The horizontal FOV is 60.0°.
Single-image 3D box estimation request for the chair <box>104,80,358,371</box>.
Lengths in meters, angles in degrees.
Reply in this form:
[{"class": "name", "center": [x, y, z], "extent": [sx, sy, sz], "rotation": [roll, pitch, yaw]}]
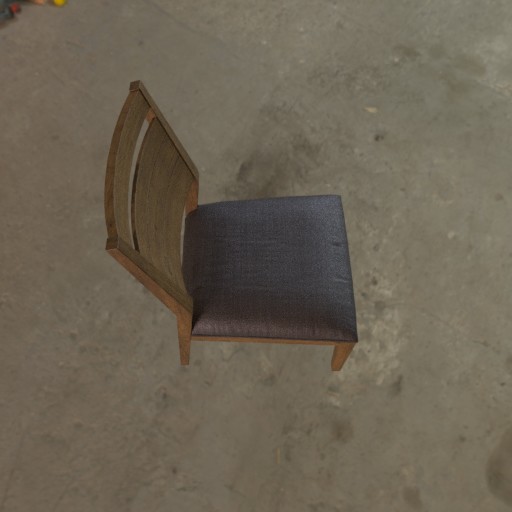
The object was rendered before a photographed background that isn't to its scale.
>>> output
[{"class": "chair", "center": [0.000, 0.000, 1.318], "extent": [0.610, 0.939, 0.501], "rotation": [-1, 64, 0]}]
